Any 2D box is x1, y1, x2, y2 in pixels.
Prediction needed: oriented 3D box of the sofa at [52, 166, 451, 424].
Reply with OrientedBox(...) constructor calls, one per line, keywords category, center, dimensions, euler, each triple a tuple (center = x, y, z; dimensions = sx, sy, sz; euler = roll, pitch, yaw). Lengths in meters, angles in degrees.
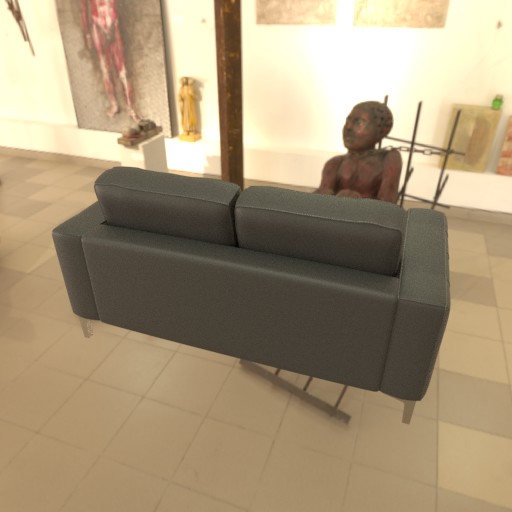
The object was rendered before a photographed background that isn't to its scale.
OrientedBox(category="sofa", center=(0.000, 0.000, 2.180), dimensions=(1.726, 0.893, 0.833), euler=(10, 33, 16))
